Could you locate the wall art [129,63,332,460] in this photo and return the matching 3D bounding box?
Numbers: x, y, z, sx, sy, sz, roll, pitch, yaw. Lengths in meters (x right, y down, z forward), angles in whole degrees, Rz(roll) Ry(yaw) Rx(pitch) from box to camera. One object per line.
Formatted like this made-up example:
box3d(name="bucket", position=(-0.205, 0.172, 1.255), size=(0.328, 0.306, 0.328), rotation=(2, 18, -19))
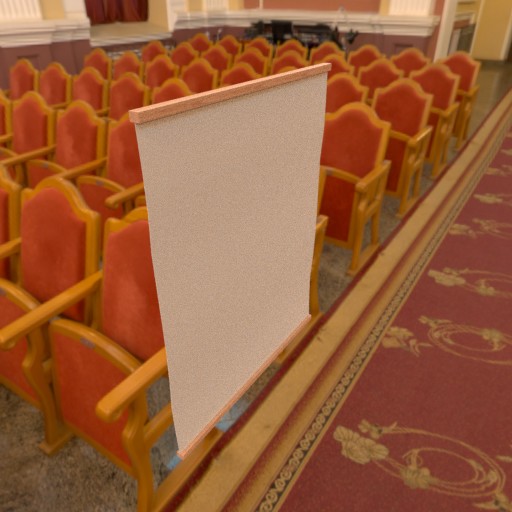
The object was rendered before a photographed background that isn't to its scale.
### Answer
box3d(name="wall art", position=(0.000, 0.000, 0.683), size=(0.013, 0.508, 0.406), rotation=(19, 35, 29))
